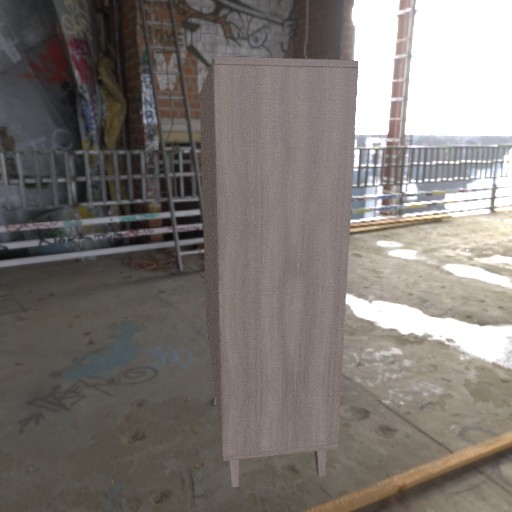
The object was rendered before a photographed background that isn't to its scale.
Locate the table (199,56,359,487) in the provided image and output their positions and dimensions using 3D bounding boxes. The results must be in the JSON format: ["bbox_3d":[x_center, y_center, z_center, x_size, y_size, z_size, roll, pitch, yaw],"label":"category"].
[{"bbox_3d":[0.000,0.000,1.889,0.398,1.388,1.111,-2,15,-9],"label":"table"}]
